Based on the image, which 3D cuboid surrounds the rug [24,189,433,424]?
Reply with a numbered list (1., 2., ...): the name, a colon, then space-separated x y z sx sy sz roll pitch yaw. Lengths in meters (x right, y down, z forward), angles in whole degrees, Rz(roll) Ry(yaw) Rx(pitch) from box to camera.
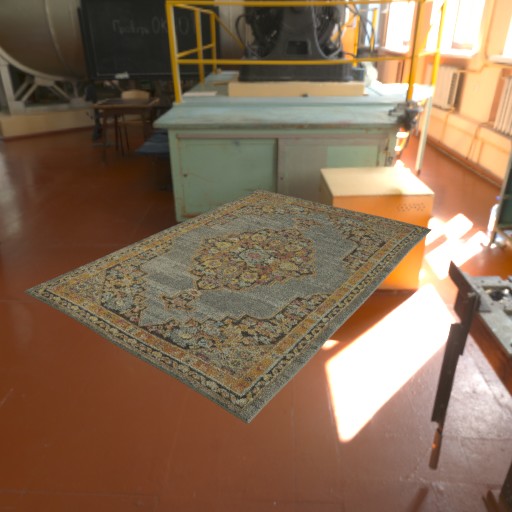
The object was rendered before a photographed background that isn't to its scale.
1. rug: 0.000 0.000 3.903 2.158 0.024 3.063 18 32 32
